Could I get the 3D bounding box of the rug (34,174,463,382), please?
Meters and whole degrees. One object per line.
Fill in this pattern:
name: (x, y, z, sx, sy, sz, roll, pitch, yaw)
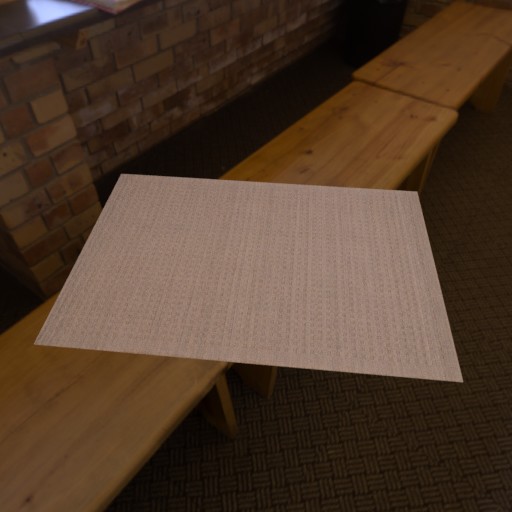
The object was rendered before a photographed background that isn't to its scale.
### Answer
rug: (0.000, 0.000, 3.648, 2.895, 0.006, 1.981, 4, 47, 4)
